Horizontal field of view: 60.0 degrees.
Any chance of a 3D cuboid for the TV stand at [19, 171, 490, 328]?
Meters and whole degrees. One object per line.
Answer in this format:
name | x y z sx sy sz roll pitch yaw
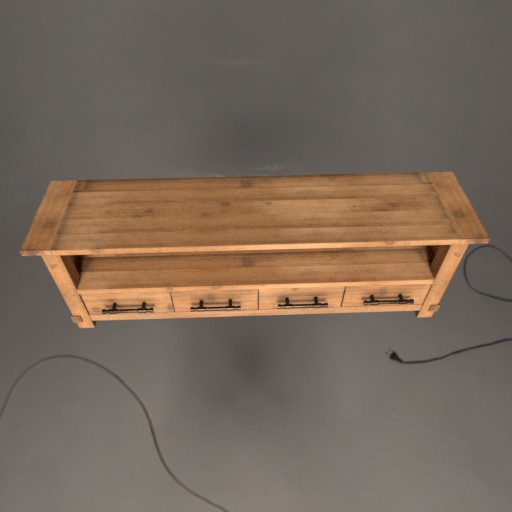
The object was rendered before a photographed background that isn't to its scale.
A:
TV stand | 0.000 0.000 2.042 1.804 0.573 0.453 -2 47 -1
